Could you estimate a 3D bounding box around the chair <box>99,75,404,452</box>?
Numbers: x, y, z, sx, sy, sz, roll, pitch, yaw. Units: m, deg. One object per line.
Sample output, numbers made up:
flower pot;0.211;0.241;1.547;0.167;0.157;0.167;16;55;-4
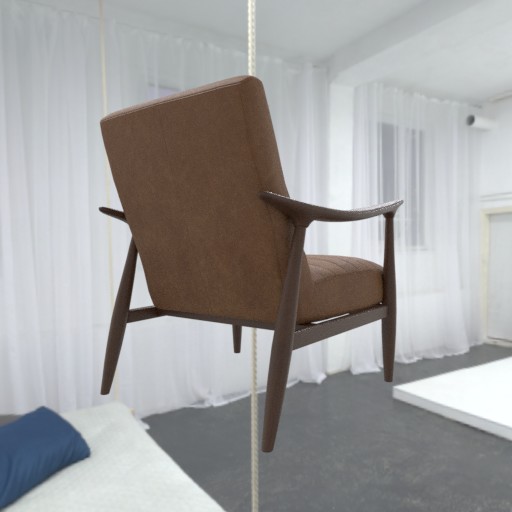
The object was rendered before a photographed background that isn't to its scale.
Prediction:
chair;0.000;0.000;1.428;0.741;0.832;0.798;1;1;38
